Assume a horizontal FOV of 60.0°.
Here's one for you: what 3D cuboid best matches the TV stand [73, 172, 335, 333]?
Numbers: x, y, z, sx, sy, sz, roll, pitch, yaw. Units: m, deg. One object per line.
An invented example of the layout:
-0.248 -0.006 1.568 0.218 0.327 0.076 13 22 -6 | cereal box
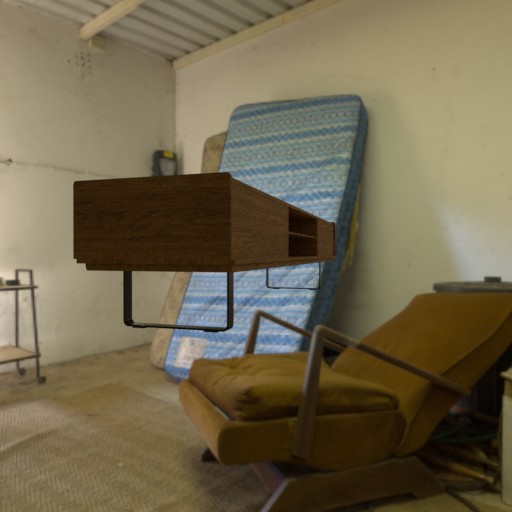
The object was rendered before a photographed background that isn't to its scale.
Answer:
0.000 0.000 1.987 0.467 0.415 1.796 0 0 18 | TV stand
